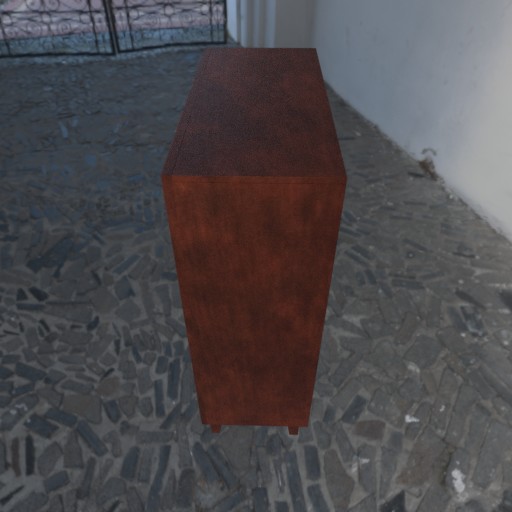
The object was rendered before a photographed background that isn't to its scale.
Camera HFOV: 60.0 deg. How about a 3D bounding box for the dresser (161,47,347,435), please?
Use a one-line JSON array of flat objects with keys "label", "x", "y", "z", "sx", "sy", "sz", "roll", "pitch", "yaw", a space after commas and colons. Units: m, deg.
[{"label": "dresser", "x": 0.000, "y": 0.000, "z": 2.065, "sx": 0.506, "sy": 1.514, "sz": 1.072, "roll": 1, "pitch": 42, "yaw": 1}]
